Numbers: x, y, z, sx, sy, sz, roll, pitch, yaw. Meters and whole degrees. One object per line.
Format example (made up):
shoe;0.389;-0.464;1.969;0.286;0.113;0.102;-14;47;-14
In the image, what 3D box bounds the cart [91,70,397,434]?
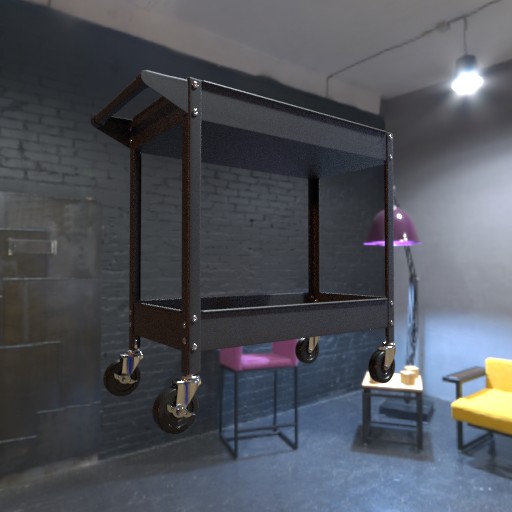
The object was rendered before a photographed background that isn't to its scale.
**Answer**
cart;0.000;0.000;1.195;0.779;0.719;0.366;1;-2;-36
